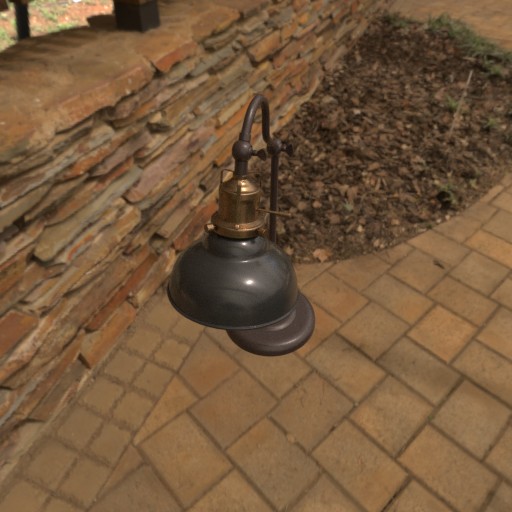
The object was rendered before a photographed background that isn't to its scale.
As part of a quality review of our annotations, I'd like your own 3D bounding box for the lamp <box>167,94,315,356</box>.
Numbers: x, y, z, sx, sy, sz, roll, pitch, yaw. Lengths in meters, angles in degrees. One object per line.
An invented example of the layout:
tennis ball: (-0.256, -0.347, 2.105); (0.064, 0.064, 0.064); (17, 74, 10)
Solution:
lamp: (0.000, 0.000, 0.699); (0.192, 0.508, 0.374); (12, 43, 13)
